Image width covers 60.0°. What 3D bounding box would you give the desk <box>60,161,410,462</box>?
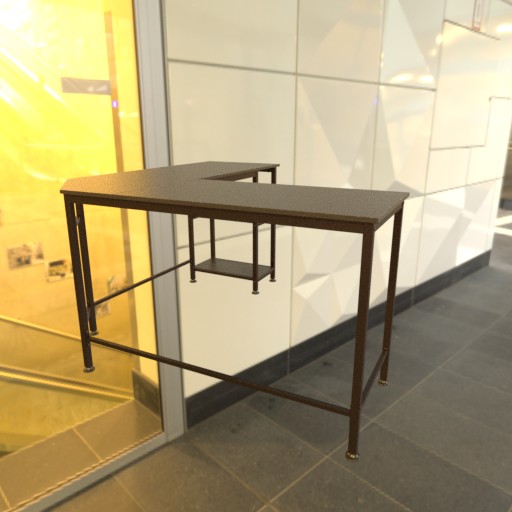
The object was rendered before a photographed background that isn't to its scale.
[{"bbox_3d":[0.000,0.000,2.091,1.379,0.739,1.379,8,18,26],"label":"desk"}]
